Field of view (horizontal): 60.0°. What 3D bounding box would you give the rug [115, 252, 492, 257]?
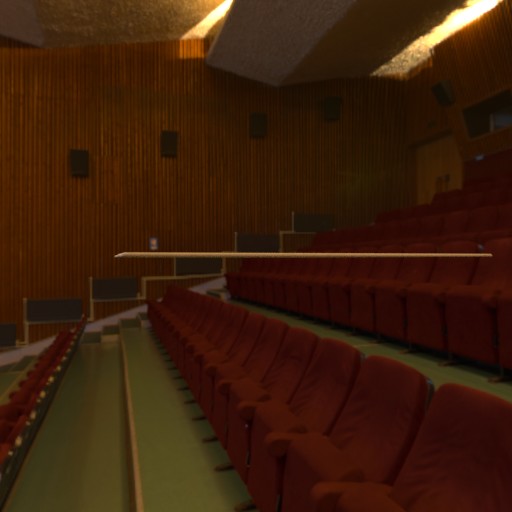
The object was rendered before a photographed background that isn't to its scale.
[{"bbox_3d":[0.000,0.000,4.043,2.430,0.018,2.976,0,0,-18],"label":"rug"}]
